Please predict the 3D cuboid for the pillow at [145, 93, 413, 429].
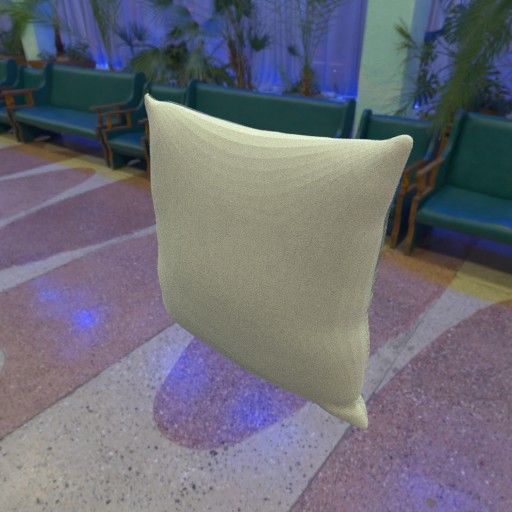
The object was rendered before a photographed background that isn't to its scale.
[{"bbox_3d":[0.000,0.000,0.680,0.440,0.441,0.182,22,37,33],"label":"pillow"}]
